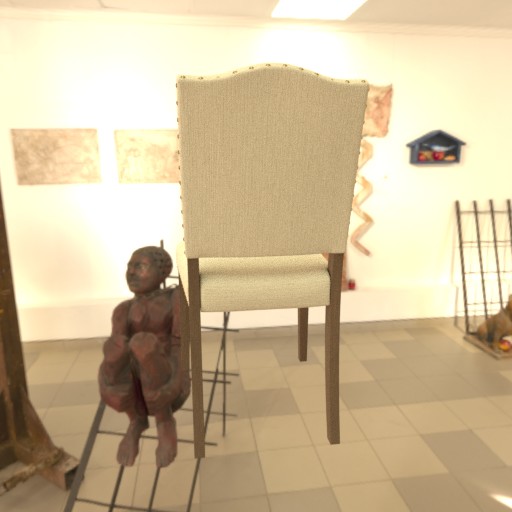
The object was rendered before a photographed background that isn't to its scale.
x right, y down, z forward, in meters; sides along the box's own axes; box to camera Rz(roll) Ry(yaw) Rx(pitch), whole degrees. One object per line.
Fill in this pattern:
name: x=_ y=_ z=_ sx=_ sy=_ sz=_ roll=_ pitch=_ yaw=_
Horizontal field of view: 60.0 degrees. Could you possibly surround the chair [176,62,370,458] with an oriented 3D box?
chair: x=0.000 y=0.000 z=1.368 sx=0.508 sy=1.015 sz=0.619 roll=-2 pitch=14 yaw=-8
